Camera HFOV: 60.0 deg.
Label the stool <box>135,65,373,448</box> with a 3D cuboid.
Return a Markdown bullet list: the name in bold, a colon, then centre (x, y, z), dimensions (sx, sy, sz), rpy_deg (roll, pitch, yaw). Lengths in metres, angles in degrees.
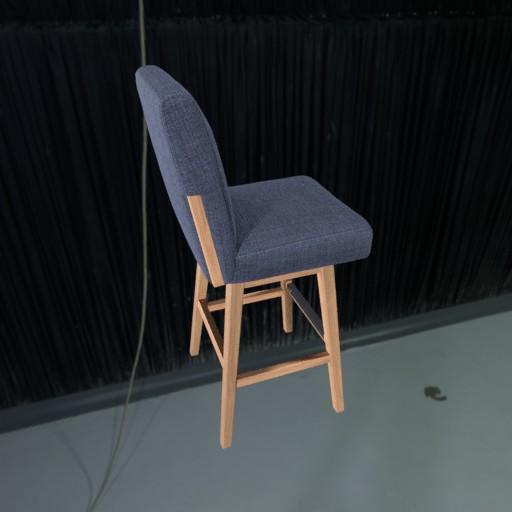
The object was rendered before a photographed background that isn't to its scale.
- **stool**: centre (0.000, 0.000, 1.407), dimensions (0.570, 1.112, 0.483), rpy_deg (-11, 33, -17)
